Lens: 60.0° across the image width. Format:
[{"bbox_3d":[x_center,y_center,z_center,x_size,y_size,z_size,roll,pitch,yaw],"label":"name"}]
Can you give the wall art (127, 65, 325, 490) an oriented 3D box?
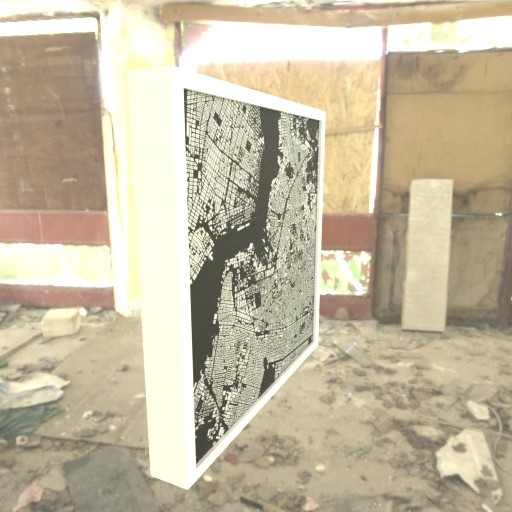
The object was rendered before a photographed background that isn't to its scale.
[{"bbox_3d":[0.000,0.000,0.448,0.037,0.305,0.305,6,14,26],"label":"wall art"}]
